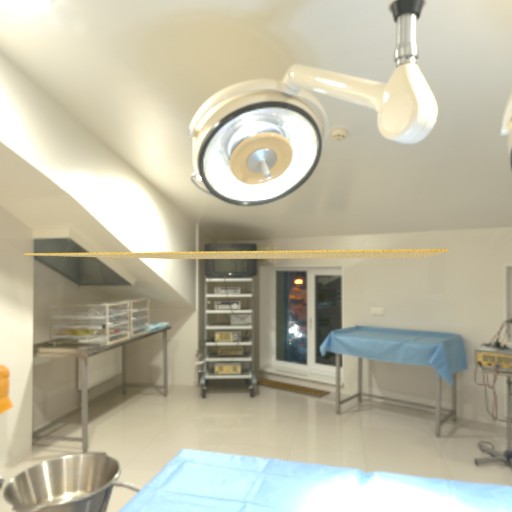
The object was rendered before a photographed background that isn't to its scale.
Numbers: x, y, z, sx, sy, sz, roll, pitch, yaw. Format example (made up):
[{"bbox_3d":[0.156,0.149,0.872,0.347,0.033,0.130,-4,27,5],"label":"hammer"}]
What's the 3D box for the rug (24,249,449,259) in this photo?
[{"bbox_3d":[0.000,0.000,4.362,3.242,0.015,2.486,0,-1,18],"label":"rug"}]
